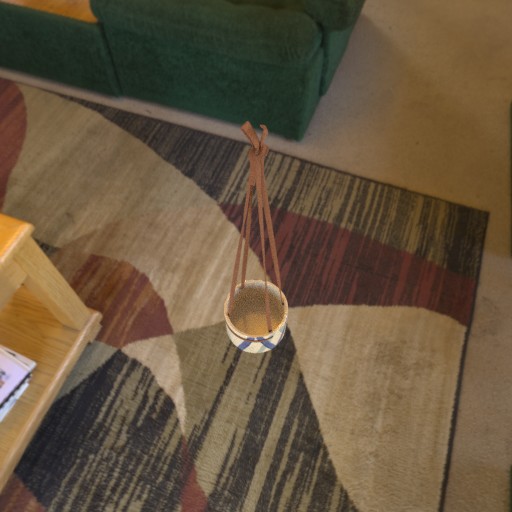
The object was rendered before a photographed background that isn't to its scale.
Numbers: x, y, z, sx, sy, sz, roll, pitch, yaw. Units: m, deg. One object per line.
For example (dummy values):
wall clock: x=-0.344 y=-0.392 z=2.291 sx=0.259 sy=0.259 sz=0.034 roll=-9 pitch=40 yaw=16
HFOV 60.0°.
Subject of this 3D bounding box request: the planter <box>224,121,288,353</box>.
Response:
planter: x=0.000 y=0.000 z=0.846 sx=0.153 sy=0.753 sz=0.157 roll=2 pitch=59 yaw=1
